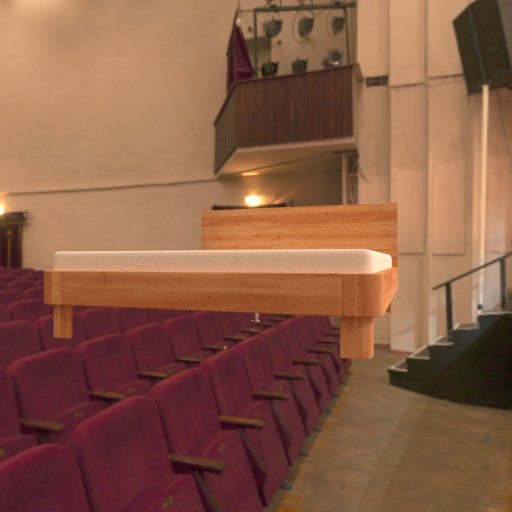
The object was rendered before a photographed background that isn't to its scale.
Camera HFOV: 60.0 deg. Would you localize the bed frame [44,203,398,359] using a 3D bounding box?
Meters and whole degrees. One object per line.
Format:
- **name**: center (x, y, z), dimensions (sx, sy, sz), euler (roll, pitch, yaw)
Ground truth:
- **bed frame**: center (0.000, 0.000, 3.173), dimensions (1.872, 0.940, 2.092), euler (0, -1, 19)
